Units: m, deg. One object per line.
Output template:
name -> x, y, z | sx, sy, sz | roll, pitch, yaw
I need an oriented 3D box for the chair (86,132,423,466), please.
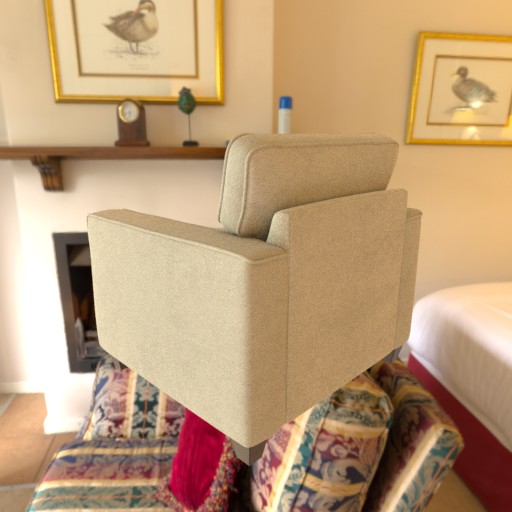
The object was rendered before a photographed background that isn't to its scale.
chair -> 0.000, 0.000, 1.799 | 0.939, 0.965, 1.015 | 15, 22, 43
